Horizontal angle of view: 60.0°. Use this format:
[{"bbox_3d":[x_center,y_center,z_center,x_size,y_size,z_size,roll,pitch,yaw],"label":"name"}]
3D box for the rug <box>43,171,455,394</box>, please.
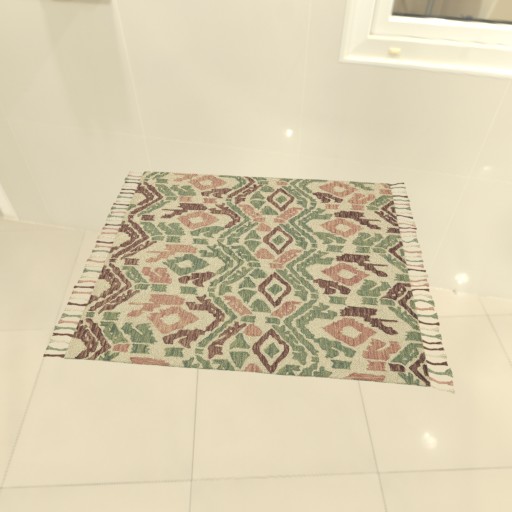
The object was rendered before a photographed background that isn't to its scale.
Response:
[{"bbox_3d":[0.000,0.000,4.043,3.048,0.010,2.438,3,47,3],"label":"rug"}]
